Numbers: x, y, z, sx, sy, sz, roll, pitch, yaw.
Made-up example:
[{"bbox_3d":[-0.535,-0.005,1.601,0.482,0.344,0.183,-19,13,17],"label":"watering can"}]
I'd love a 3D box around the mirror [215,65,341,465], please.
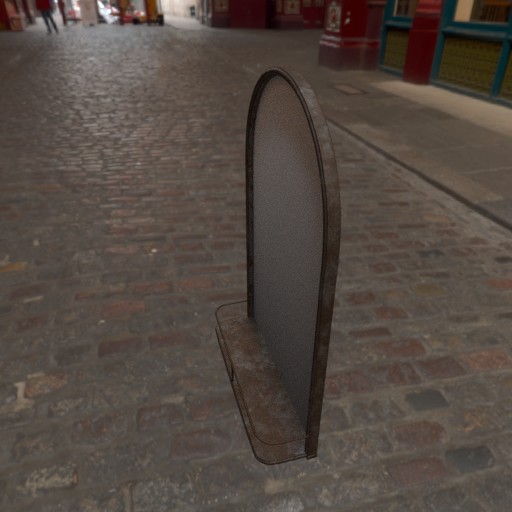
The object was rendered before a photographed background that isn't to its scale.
[{"bbox_3d":[0.000,0.000,0.978,0.137,0.770,0.510,-8,32,-13],"label":"mirror"}]
